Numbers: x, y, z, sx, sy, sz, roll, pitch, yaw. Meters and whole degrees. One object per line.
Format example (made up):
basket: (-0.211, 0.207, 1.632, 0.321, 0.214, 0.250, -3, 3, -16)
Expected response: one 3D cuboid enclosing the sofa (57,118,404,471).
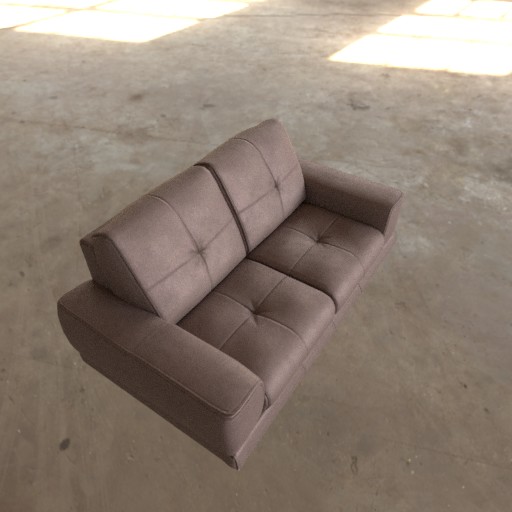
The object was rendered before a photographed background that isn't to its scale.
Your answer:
sofa: (0.000, 0.000, 2.370, 1.018, 0.907, 1.806, 24, 47, 25)
